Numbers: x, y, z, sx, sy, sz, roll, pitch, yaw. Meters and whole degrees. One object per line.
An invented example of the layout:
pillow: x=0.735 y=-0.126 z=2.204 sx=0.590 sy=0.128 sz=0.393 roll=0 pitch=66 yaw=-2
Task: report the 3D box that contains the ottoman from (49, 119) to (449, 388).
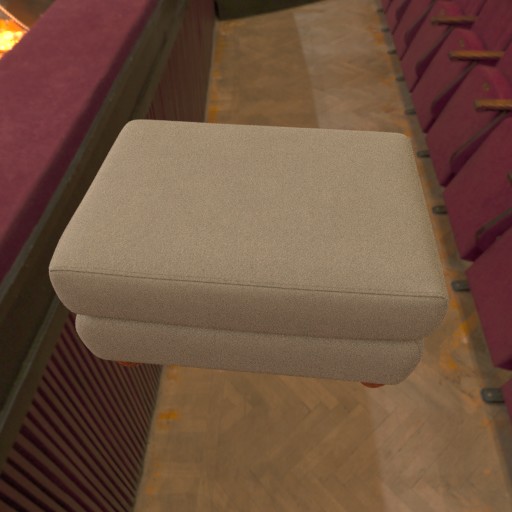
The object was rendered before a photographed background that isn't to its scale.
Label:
ottoman: x=0.000 y=0.000 z=1.133 sx=0.773 sy=0.499 sz=0.569 roll=4 pitch=47 yaw=4
